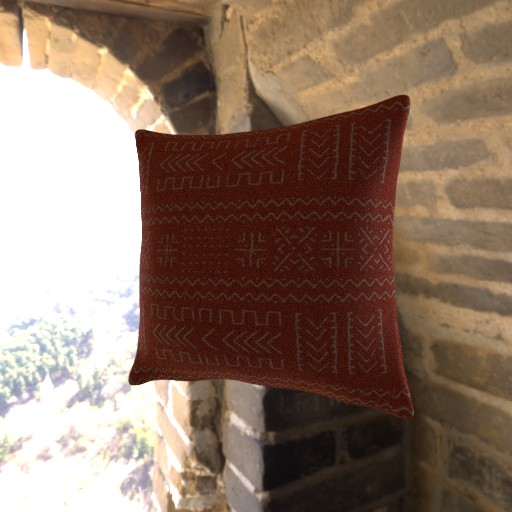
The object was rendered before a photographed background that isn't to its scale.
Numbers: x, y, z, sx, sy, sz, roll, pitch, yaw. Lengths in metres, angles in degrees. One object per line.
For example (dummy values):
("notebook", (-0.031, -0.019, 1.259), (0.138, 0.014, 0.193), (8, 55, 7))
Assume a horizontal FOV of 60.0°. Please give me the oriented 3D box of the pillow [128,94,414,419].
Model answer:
("pillow", (0.000, 0.000, 0.658), (0.438, 0.429, 0.164), (0, -1, 20))
